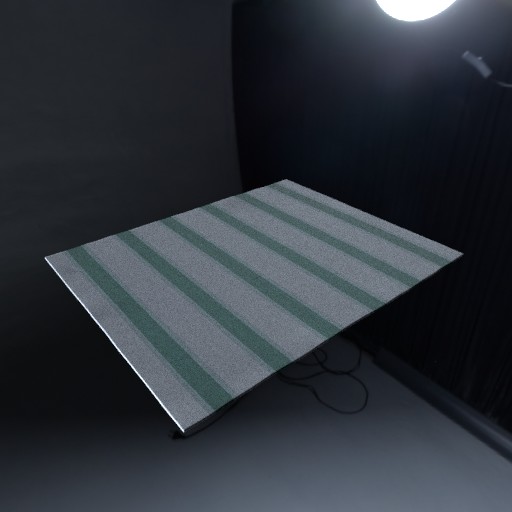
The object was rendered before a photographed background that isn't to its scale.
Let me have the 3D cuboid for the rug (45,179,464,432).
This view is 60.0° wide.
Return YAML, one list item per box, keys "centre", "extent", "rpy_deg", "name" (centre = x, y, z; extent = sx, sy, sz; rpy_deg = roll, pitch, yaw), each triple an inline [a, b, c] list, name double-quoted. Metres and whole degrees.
- centre: [0.000, 0.000, 4.106]
  extent: [3.041, 0.019, 2.434]
  rpy_deg: [-23, 38, -33]
  name: "rug"
